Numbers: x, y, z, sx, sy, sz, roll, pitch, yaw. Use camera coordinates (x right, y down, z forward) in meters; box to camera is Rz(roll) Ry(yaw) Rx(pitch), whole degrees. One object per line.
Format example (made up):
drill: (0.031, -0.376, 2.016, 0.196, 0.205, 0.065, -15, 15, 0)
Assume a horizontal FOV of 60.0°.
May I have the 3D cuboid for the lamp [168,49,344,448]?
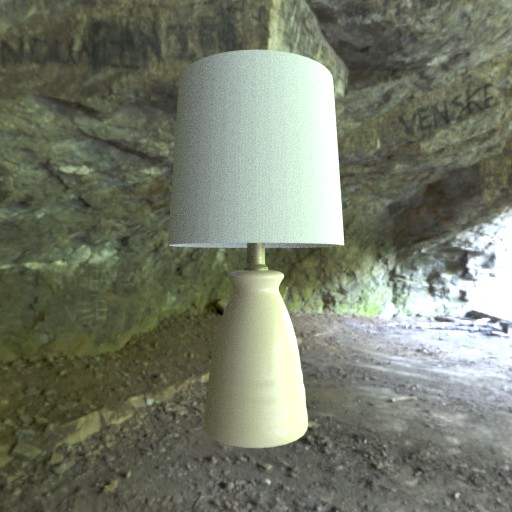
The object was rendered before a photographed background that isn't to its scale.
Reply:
lamp: (0.000, 0.000, 0.478, 0.186, 0.369, 0.186, 0, 0, 0)
